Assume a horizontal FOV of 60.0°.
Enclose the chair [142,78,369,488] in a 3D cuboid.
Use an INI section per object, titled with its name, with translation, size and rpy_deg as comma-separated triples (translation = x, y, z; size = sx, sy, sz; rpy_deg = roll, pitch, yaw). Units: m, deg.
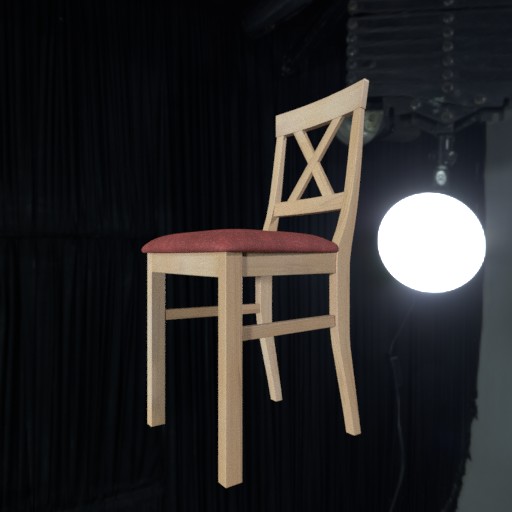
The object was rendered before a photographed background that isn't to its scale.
[chair]
translation = 0.000, 0.000, 1.161
size = 0.492, 0.912, 0.439
rpy_deg = 0, 0, -35
